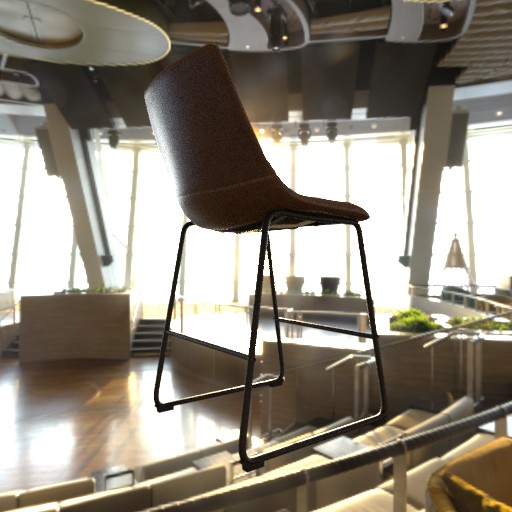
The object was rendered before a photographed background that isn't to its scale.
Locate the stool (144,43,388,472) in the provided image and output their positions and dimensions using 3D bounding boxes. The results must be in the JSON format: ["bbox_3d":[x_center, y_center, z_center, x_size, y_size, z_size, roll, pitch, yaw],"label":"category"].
[{"bbox_3d":[0.000,0.000,1.208,0.550,0.890,0.460,0,0,-37],"label":"stool"}]
